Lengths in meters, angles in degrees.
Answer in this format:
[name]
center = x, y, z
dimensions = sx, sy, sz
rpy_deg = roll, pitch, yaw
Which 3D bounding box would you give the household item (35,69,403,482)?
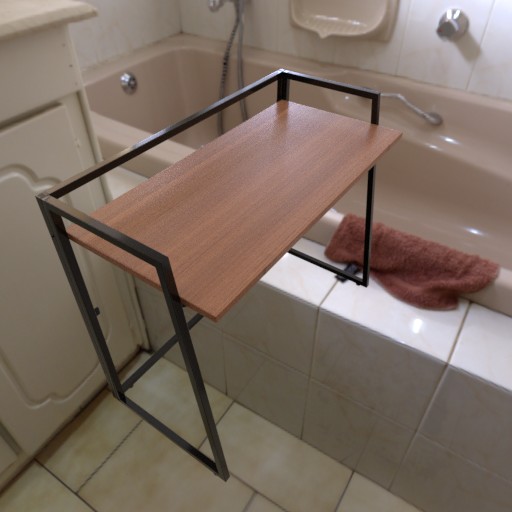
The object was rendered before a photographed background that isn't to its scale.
[household item]
center = 0.000, 0.000, 1.514
dimensions = 0.510, 0.860, 1.050
rpy_deg = 25, 47, 26
